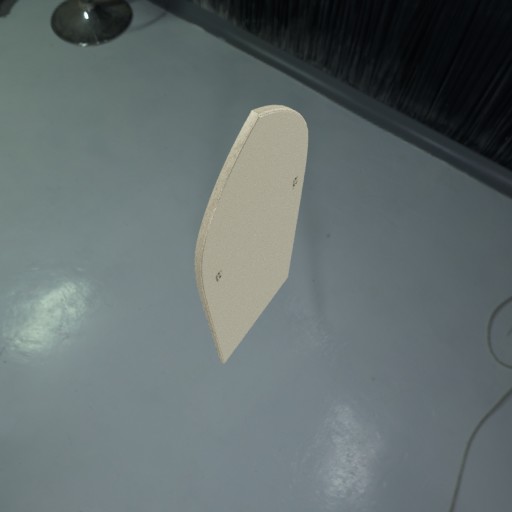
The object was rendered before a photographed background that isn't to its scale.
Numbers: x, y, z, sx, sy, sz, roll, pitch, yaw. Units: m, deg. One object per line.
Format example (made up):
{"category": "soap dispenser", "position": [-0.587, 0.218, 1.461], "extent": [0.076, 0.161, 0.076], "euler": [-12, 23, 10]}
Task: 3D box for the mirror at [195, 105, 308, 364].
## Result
{"category": "mirror", "position": [0.000, 0.000, 1.320], "extent": [0.025, 1.175, 0.464], "euler": [32, 68, 15]}
